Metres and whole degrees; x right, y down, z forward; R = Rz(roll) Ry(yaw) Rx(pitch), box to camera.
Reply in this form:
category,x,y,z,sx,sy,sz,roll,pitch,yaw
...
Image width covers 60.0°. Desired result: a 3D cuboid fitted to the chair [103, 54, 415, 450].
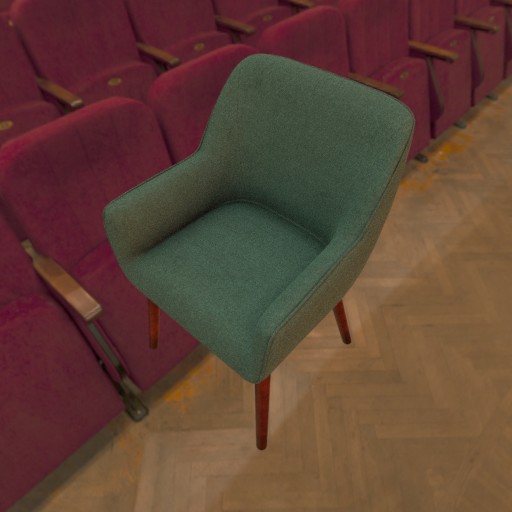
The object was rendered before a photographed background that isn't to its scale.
category,x,y,z,sx,sy,sz,roll,pitch,yaw
chair,0.000,0.000,1.150,0.543,0.803,0.519,33,54,28
